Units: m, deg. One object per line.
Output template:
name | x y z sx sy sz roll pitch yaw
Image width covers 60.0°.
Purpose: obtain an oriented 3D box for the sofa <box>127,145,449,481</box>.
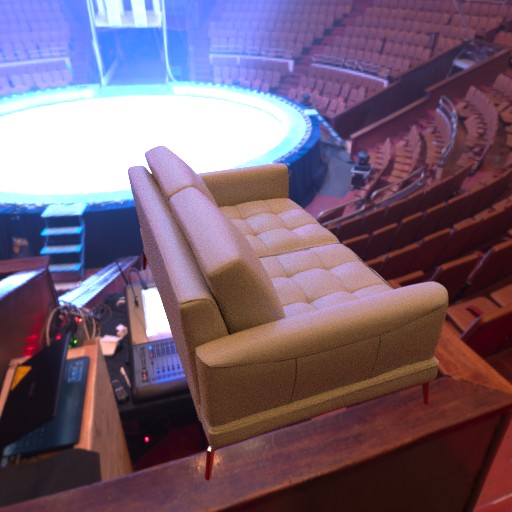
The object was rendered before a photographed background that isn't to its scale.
sofa | 0.000 0.000 2.430 1.121 0.930 1.819 -11 33 -18
